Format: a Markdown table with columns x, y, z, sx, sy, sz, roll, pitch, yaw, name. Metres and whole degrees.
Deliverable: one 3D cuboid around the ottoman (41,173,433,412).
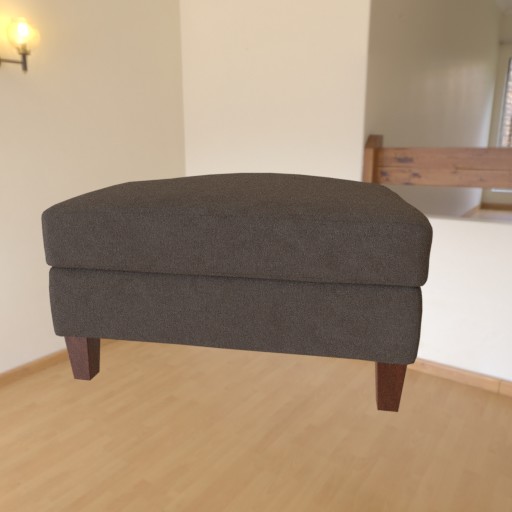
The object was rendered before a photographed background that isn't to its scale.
| x | y | z | sx | sy | sz | roll | pitch | yaw | name |
| --- | --- | --- | --- | --- | --- | --- | --- | --- | --- |
| 0.000 | 0.000 | 1.368 | 0.861 | 0.482 | 0.881 | 3 | 14 | 10 | ottoman |
